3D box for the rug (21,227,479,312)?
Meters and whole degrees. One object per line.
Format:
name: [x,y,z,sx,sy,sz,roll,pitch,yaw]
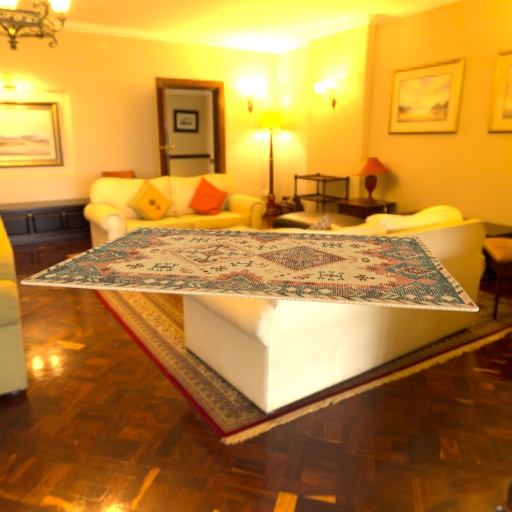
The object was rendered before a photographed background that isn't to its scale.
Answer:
rug: [0.000,0.000,2.312,1.840,0.015,1.225,3,15,9]
